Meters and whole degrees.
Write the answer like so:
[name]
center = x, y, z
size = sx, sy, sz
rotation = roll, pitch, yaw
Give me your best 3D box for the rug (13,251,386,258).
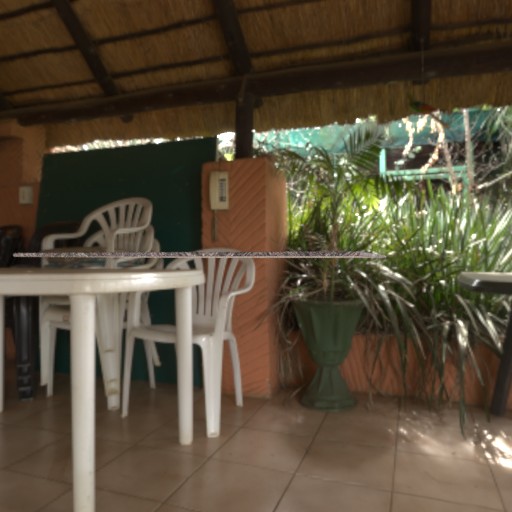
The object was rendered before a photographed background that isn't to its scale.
[rug]
center = 0.000, 0.000, 2.810
size = 1.501, 0.017, 2.298
rotation = 0, 0, 18
